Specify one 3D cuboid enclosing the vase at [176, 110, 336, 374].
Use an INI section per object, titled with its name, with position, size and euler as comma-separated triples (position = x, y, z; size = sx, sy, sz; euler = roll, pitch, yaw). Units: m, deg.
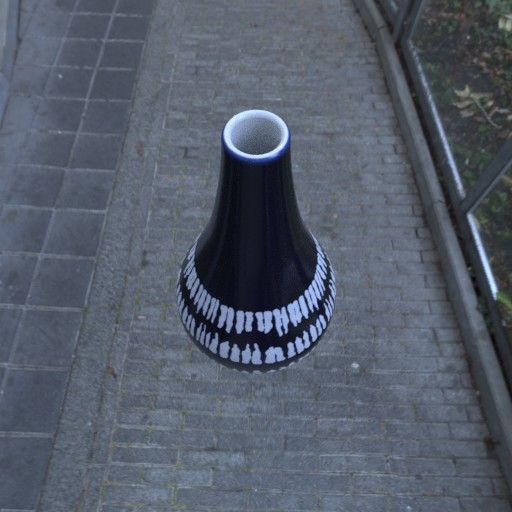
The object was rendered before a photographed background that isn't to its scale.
[vase]
position = 0.000, 0.000, 0.378
size = 0.159, 0.295, 0.159
euler = 0, 62, 0
